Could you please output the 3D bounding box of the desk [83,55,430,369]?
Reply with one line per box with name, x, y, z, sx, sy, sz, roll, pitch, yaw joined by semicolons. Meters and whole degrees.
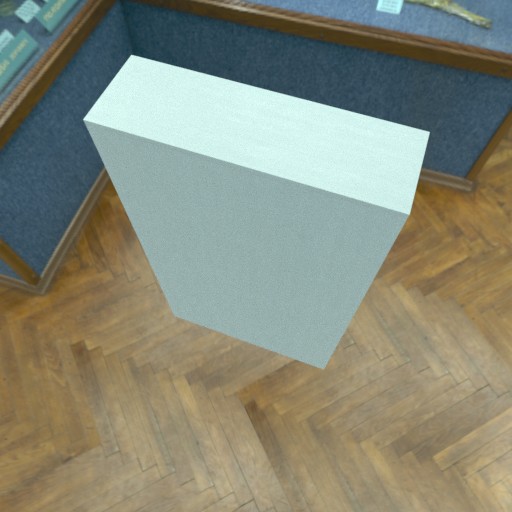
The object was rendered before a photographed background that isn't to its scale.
desk;0.000;0.000;1.571;0.750;1.280;0.250;18;63;9
